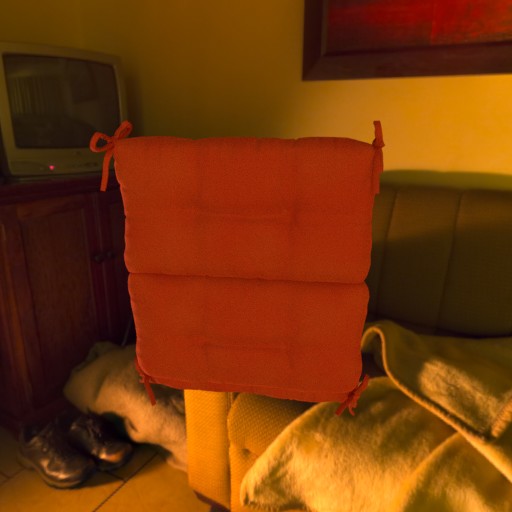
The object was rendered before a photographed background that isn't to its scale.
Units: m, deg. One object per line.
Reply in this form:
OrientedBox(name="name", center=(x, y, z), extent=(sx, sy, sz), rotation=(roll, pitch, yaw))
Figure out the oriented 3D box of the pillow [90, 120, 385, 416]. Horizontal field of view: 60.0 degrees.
OrientedBox(name="pillow", center=(0.000, 0.000, 1.044), extent=(0.519, 0.605, 0.571), rotation=(2, 16, 8))
